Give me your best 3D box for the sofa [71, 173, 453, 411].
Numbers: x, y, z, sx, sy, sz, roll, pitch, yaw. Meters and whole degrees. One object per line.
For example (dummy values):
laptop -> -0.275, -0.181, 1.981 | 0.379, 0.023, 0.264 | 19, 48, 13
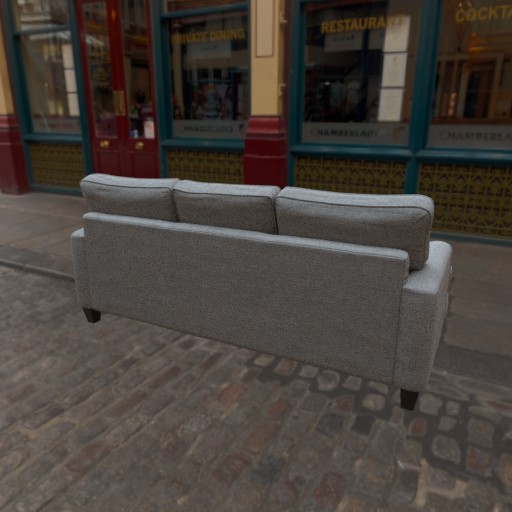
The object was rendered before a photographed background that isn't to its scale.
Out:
sofa -> 0.000, 0.000, 2.691 | 2.158, 0.965, 0.951 | 8, 19, 26
